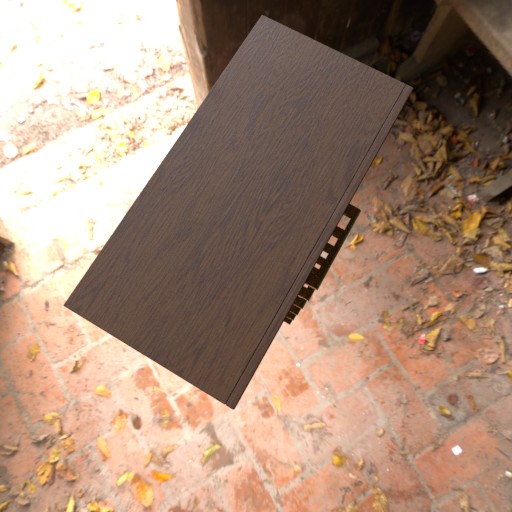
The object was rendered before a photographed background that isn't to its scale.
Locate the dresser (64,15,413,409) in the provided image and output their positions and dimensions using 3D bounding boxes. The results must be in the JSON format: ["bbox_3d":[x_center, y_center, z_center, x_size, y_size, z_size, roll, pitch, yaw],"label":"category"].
[{"bbox_3d":[0.000,0.000,1.776,0.516,1.320,0.964,29,78,7],"label":"dresser"}]
